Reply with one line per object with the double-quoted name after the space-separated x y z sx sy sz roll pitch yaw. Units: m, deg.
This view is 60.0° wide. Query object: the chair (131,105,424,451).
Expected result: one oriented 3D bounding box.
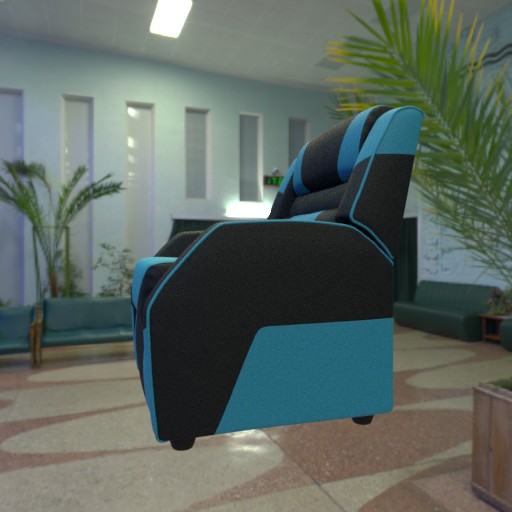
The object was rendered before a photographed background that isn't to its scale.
0.000 0.000 1.265 0.672 0.805 0.620 0 1 -18 "chair"
